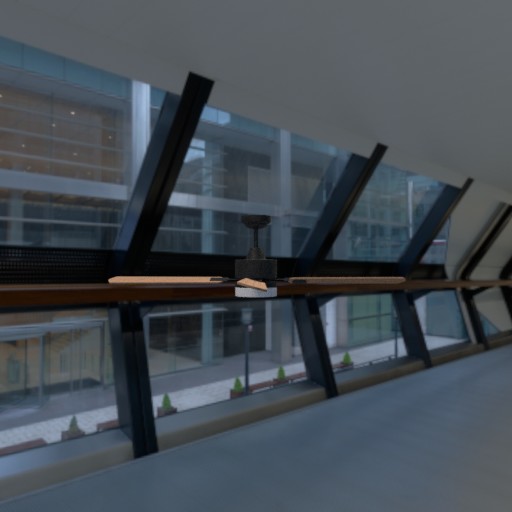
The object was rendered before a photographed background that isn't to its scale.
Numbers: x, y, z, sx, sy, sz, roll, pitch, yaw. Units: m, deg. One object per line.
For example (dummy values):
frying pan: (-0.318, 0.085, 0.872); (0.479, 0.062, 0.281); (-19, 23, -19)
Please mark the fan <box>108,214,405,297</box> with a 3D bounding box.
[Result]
fan: (0.000, 0.000, 1.979); (1.320, 0.355, 1.320); (0, -1, 1)
